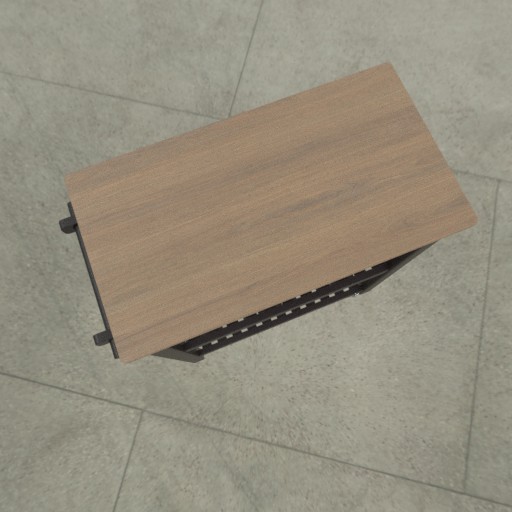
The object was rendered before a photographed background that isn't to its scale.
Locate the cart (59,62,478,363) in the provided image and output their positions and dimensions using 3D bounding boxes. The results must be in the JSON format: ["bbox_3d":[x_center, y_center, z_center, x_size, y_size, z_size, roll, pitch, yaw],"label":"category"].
[{"bbox_3d":[0.000,0.000,1.450,0.899,0.927,0.457,-21,76,-5],"label":"cart"}]
